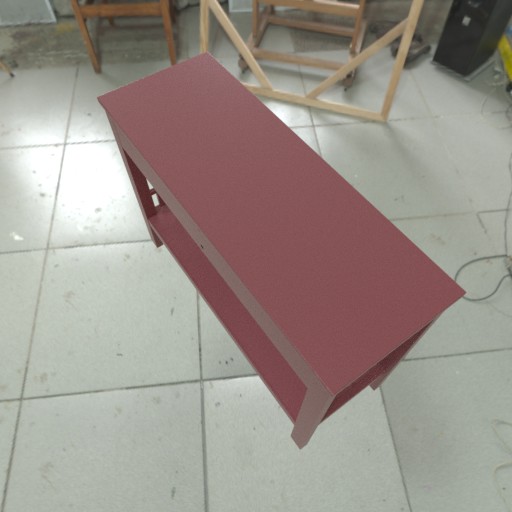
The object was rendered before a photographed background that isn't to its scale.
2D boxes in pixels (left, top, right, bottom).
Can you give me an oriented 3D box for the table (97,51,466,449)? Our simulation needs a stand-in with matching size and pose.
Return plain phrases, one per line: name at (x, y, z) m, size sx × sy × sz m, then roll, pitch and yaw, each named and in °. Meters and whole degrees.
table at (0.000, 0.000, 1.462) m, size 0.397 × 0.753 × 1.068 m, roll -31°, pitch 63°, yaw -18°
